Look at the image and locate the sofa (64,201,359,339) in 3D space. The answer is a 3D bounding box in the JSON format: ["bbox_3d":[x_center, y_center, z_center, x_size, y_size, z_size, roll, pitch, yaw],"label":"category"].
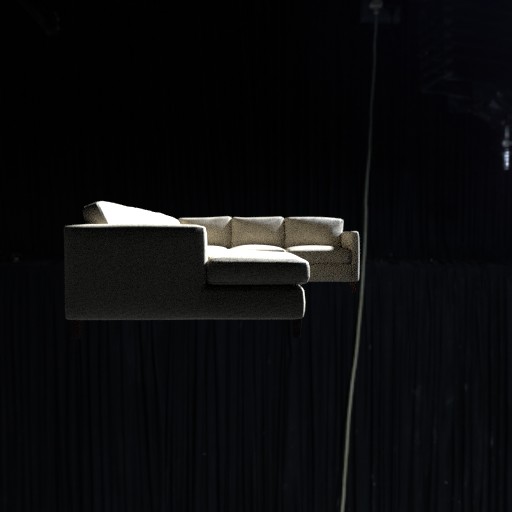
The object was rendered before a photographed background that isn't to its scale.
[{"bbox_3d":[0.000,0.000,4.598,2.593,0.959,3.460,0,2,-1],"label":"sofa"}]
